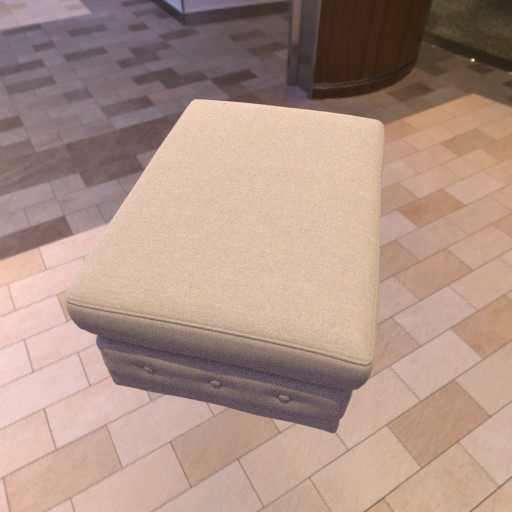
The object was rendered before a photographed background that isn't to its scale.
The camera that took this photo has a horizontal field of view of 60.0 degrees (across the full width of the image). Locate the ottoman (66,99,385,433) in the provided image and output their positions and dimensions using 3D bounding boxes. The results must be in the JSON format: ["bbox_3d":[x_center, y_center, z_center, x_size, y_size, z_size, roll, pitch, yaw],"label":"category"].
[{"bbox_3d":[0.000,0.000,1.147,0.569,0.500,0.771,9,48,9],"label":"ottoman"}]
